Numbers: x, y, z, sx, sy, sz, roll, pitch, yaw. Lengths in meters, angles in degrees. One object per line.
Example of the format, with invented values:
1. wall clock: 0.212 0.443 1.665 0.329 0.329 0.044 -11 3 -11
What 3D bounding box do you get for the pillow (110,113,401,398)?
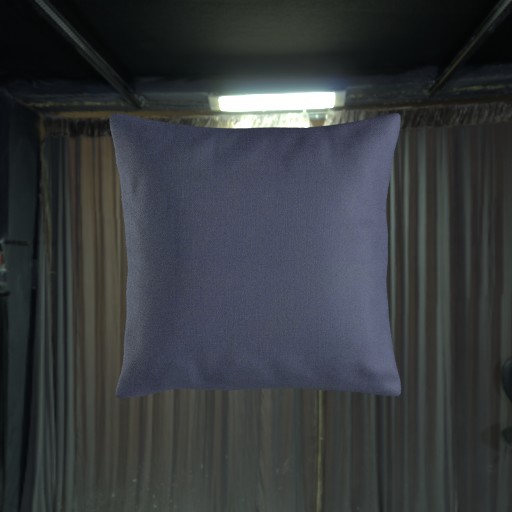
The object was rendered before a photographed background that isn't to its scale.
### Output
1. pillow: 0.000 0.000 0.794 0.520 0.508 0.166 0 0 0
